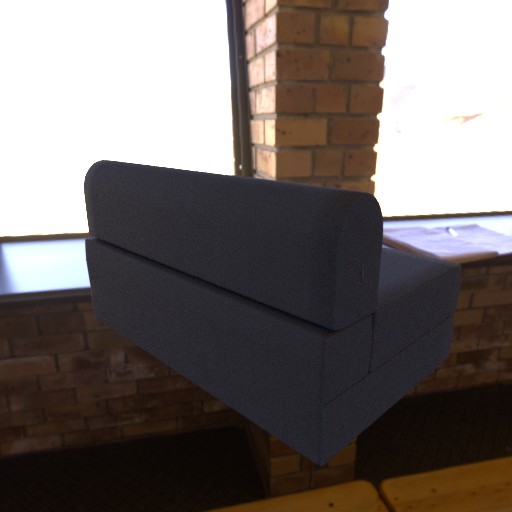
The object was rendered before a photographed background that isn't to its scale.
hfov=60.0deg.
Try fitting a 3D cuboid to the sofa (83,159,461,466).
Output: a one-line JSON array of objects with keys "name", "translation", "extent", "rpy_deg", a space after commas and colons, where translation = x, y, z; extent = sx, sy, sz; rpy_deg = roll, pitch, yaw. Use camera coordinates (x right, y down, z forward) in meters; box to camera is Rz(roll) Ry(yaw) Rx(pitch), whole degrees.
[{"name": "sofa", "translation": [0.000, 0.000, 1.633], "extent": [0.762, 0.660, 1.219], "rpy_deg": [-16, 23, -42]}]
